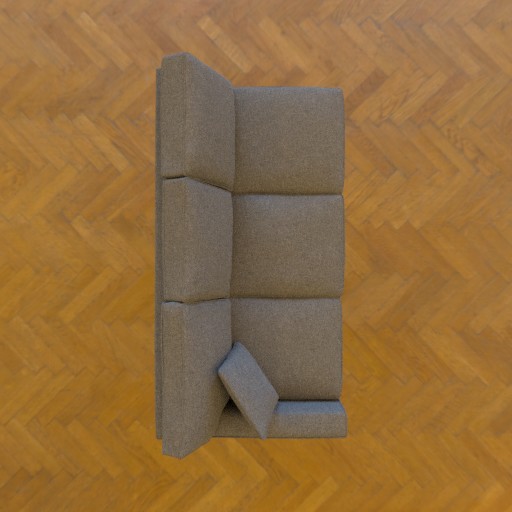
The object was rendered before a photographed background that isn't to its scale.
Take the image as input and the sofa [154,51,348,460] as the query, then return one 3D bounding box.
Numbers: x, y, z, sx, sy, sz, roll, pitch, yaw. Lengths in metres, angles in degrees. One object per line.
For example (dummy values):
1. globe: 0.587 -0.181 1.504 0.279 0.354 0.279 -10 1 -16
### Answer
1. sofa: 0.000 0.000 2.545 1.034 0.946 1.963 0 89 1
